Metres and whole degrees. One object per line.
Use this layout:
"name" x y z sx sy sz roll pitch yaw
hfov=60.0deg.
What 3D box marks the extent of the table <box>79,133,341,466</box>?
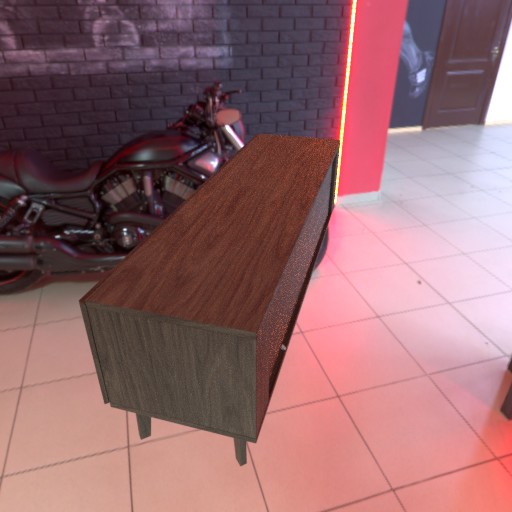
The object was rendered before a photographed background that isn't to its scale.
"table" 0.000 0.000 1.625 0.405 0.508 1.397 8 32 14
